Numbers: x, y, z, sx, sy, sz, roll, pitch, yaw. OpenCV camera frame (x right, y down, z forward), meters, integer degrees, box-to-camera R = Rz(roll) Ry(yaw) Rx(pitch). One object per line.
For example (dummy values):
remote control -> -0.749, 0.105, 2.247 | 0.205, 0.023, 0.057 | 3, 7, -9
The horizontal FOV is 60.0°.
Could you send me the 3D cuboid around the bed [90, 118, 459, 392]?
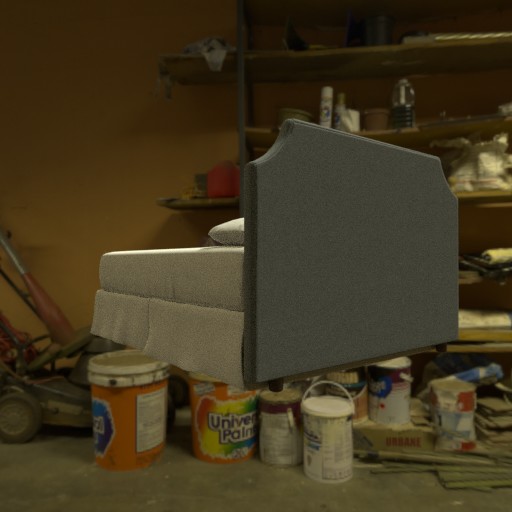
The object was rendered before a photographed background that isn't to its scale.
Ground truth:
bed -> 0.000, 0.000, 3.390 | 1.811, 1.296, 2.259 | 0, -1, -38
